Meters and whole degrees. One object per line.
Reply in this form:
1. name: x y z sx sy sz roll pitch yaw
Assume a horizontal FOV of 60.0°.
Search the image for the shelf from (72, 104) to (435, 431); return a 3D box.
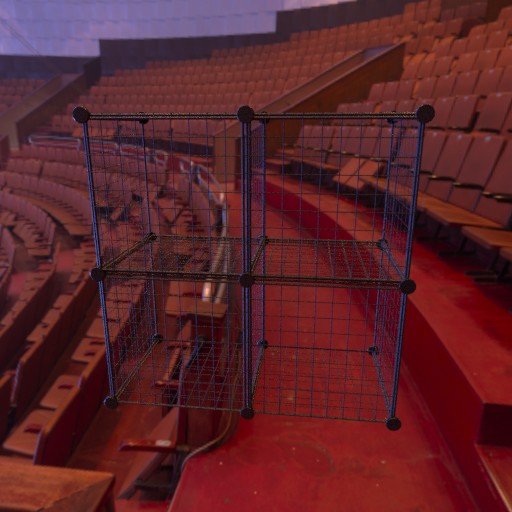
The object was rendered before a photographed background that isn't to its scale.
1. shelf: 0.000 0.000 1.127 0.711 0.711 0.356 2 16 7
